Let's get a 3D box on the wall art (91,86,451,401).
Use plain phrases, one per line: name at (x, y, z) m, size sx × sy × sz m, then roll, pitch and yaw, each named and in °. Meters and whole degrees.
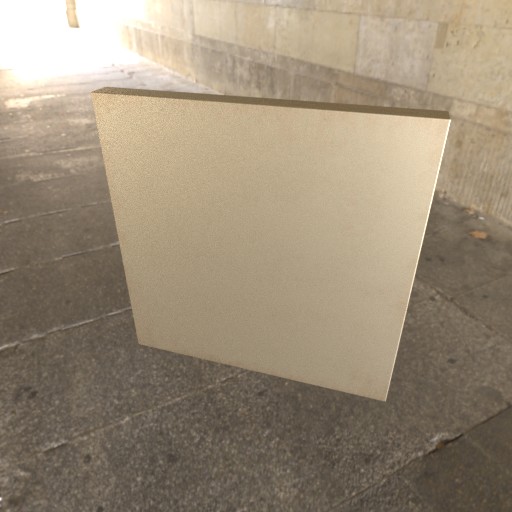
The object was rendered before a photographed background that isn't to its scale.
wall art at (0.000, 0.000, 0.746) m, size 0.503 × 0.506 × 0.040 m, roll 9°, pitch 33°, yaw 15°
